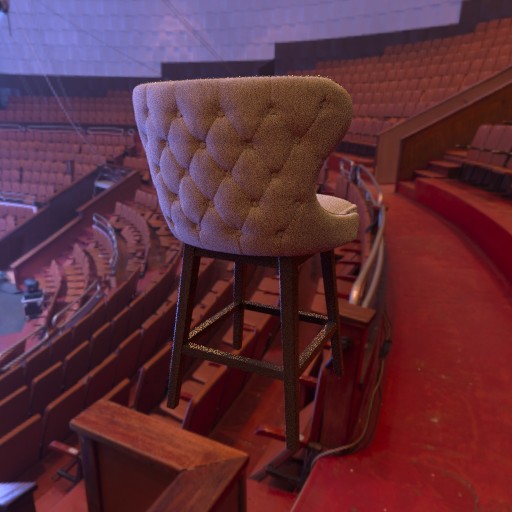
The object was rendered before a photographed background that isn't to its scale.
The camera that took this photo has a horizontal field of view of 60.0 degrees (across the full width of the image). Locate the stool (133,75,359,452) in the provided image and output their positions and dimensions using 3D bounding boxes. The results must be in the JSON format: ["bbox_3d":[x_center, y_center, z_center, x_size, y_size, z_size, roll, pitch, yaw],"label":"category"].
[{"bbox_3d":[0.000,0.000,1.355,0.615,0.972,0.597,8,18,26],"label":"stool"}]
